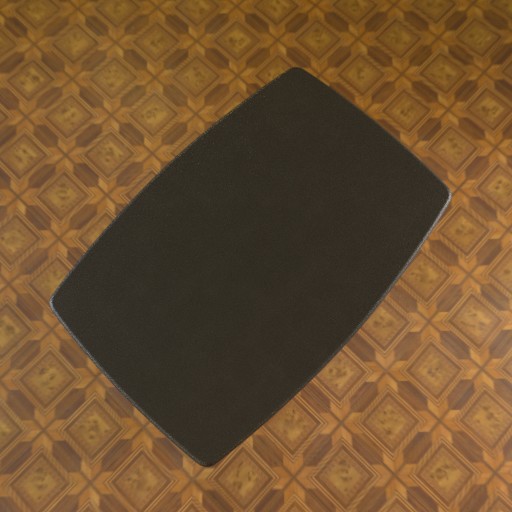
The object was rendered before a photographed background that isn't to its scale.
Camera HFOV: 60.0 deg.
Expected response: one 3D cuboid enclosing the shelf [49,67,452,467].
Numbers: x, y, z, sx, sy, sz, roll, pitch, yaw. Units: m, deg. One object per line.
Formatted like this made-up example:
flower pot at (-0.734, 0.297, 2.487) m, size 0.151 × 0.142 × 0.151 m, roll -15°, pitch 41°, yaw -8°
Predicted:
shelf at (0.000, 0.000, 0.524) m, size 0.280 × 0.100 × 0.410 m, roll 43°, pitch 81°, yaw 9°
